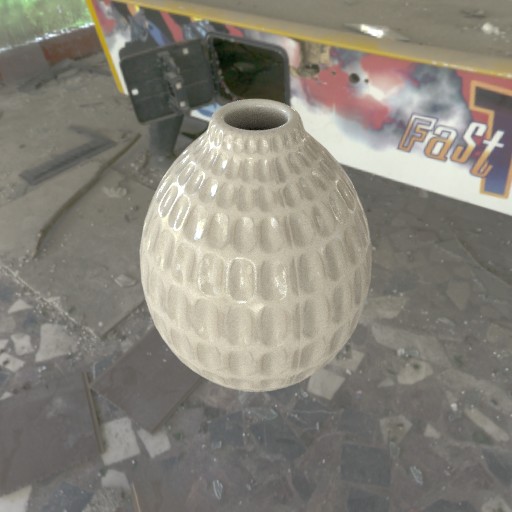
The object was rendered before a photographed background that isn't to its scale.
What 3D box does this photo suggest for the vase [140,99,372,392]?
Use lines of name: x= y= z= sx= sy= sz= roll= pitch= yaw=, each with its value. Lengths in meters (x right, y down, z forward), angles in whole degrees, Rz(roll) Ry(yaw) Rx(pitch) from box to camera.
vase: x=0.000 y=0.000 z=0.250 sx=0.128 sy=0.167 sz=0.128 roll=0 pitch=42 yaw=0
